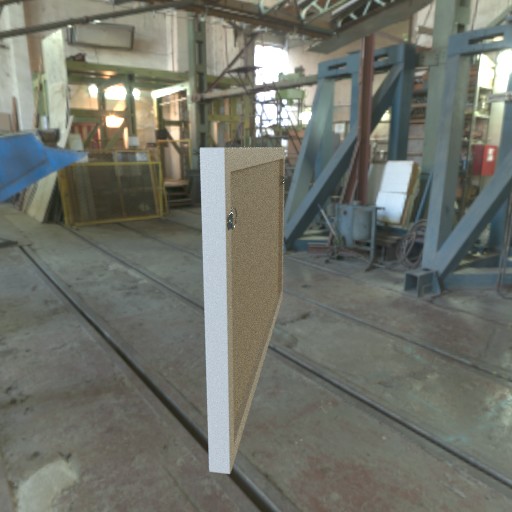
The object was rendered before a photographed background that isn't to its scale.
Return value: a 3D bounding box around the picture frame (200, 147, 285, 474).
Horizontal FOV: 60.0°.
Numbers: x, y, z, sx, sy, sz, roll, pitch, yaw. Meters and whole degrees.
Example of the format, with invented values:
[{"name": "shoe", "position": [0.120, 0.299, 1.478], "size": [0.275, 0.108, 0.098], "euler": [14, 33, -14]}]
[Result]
[{"name": "picture frame", "position": [0.000, 0.000, 0.796], "size": [0.044, 0.379, 0.647], "euler": [2, 14, 9]}]
